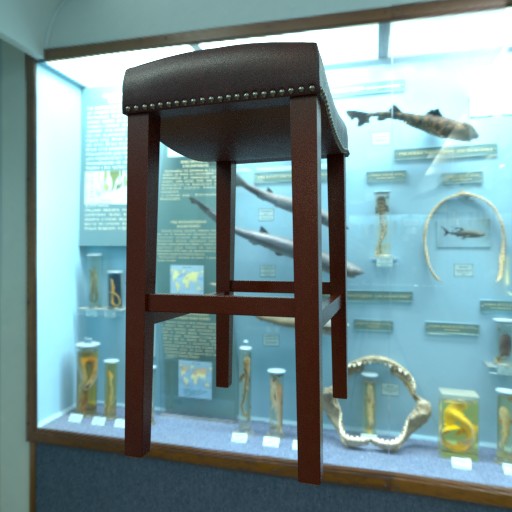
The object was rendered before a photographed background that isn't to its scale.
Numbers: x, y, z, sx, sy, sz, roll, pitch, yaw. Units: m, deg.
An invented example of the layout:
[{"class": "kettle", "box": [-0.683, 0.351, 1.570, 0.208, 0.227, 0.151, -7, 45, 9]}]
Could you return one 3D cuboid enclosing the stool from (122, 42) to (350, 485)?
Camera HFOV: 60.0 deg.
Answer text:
[{"class": "stool", "box": [0.000, 0.000, 0.994, 0.372, 0.742, 0.504, 0, 0, 17]}]
